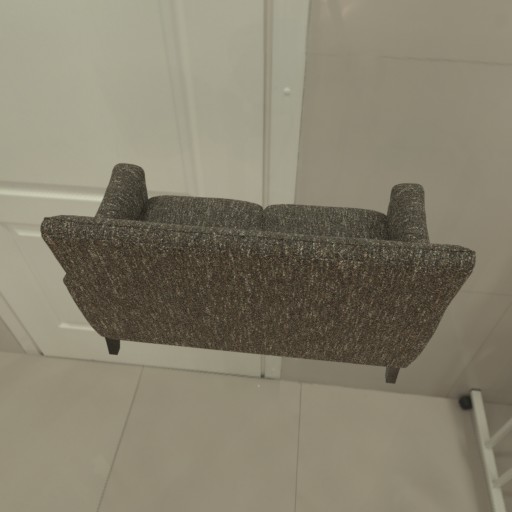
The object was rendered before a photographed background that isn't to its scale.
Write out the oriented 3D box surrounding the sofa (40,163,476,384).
[{"bbox_3d":[0.000,0.000,2.014,1.519,0.946,0.801,5,47,4],"label":"sofa"}]
